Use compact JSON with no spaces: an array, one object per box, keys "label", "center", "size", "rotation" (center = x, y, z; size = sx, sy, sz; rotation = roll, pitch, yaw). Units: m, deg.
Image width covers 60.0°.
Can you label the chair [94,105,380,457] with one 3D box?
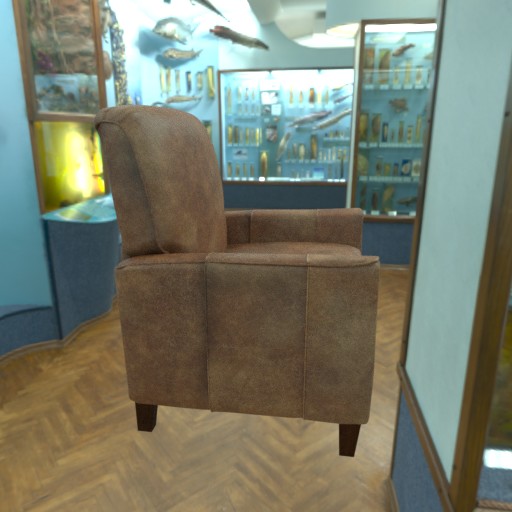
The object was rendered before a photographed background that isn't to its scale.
[{"label":"chair","center":[0.000,0.000,1.625],"size":[0.836,1.043,0.843],"rotation":[3,16,9]}]
